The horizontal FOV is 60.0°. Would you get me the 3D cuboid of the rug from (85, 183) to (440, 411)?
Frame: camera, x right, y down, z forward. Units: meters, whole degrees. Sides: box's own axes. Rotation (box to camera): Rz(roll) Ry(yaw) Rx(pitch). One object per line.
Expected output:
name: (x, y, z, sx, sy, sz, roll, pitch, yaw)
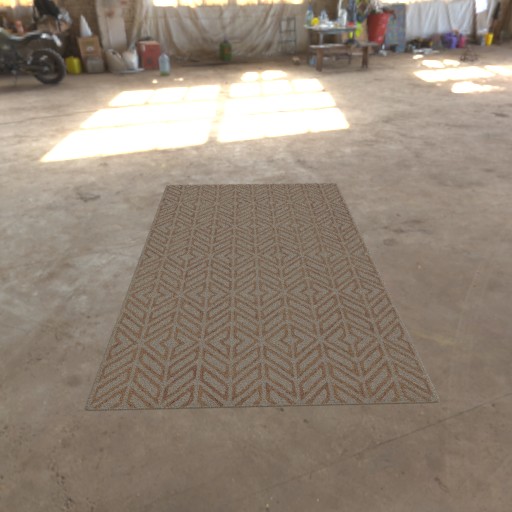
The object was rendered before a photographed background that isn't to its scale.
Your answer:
rug: (0.000, 0.000, 2.921, 1.523, 0.008, 2.438, -1, 32, -1)
